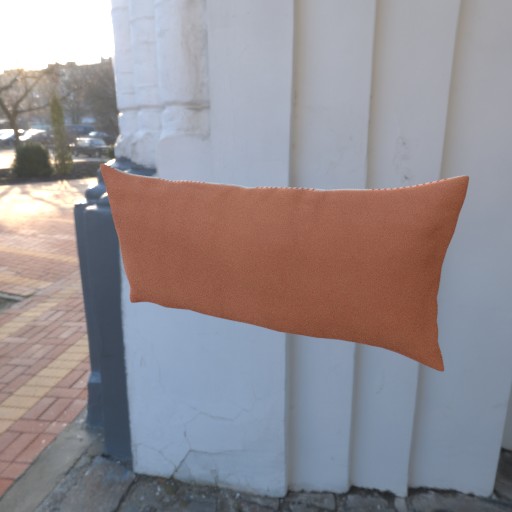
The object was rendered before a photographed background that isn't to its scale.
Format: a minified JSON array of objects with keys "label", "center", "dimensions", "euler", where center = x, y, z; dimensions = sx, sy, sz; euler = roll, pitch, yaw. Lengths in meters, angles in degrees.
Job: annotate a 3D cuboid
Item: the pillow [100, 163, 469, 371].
[{"label":"pillow","center":[0.000,0.000,0.732],"dimensions":[0.608,0.292,0.156],"euler":[8,17,26]}]
